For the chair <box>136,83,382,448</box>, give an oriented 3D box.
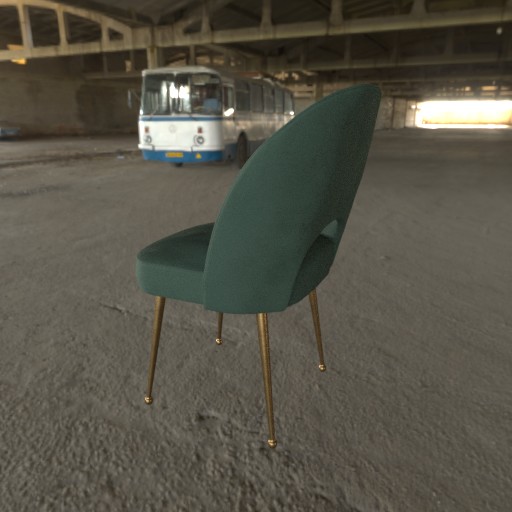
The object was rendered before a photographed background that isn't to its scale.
[{"bbox_3d":[0.000,0.000,1.211,0.577,0.860,0.527,9,20,25],"label":"chair"}]
